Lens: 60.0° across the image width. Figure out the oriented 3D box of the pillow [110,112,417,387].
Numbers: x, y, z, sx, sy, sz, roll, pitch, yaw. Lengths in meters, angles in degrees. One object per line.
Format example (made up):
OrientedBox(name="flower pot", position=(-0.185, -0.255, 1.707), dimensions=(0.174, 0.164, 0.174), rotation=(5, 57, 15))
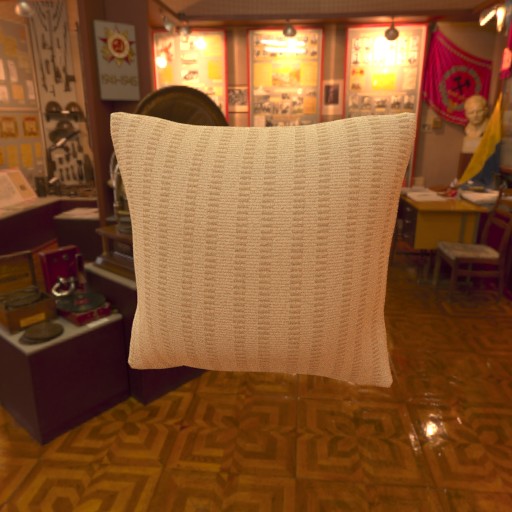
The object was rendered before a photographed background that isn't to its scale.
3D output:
OrientedBox(name="pillow", position=(0.000, 0.000, 0.677), dimensions=(0.438, 0.419, 0.247), rotation=(2, 17, 8))
